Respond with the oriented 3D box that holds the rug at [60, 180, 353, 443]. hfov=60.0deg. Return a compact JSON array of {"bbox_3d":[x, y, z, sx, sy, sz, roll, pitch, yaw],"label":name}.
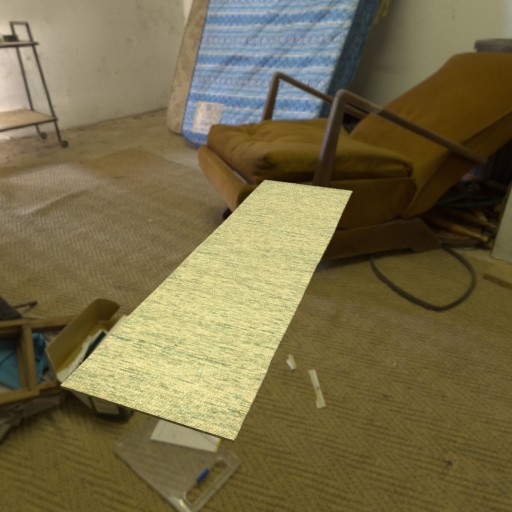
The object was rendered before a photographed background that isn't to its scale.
[{"bbox_3d":[0.000,0.000,2.447,0.700,0.014,2.290,10,31,17],"label":"rug"}]
